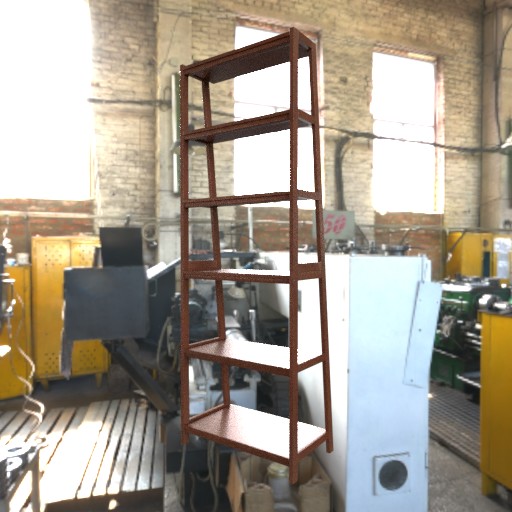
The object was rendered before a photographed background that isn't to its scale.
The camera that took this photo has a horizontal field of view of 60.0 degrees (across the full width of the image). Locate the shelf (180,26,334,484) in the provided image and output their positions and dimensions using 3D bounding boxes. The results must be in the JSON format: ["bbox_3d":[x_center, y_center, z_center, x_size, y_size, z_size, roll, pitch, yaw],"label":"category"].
[{"bbox_3d":[0.000,0.000,2.177,0.660,1.892,0.382,1,1,36],"label":"shelf"}]
